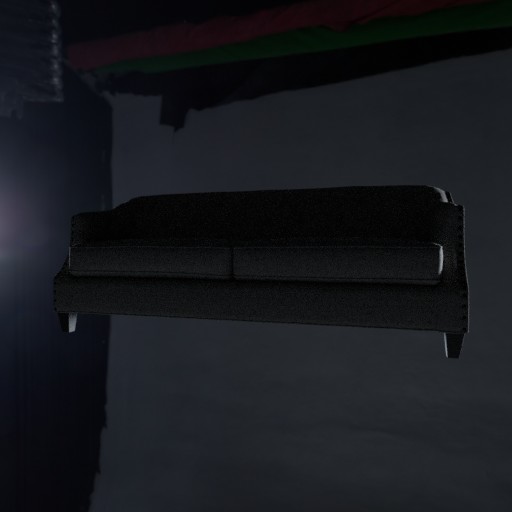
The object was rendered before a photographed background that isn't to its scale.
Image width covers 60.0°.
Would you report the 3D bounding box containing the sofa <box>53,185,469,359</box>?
[{"bbox_3d":[0.000,0.000,2.689,2.235,0.901,0.914,0,1,17],"label":"sofa"}]
